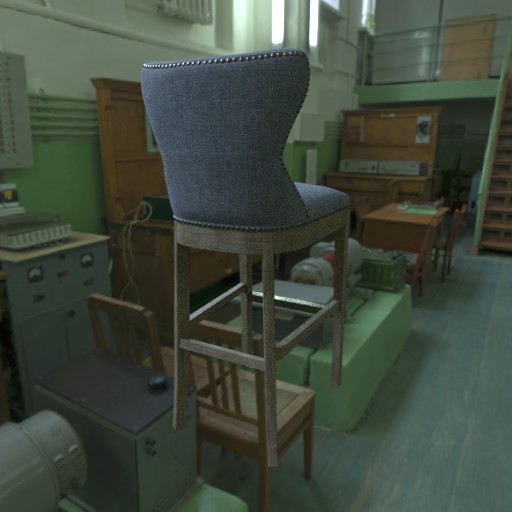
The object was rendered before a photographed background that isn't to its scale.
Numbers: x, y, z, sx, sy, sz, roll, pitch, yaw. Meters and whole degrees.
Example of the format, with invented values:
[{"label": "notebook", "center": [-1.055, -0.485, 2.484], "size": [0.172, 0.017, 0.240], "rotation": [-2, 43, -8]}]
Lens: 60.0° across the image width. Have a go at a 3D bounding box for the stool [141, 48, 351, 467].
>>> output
[{"label": "stool", "center": [0.000, 0.000, 1.417], "size": [0.494, 1.123, 0.606], "rotation": [8, 17, 28]}]
